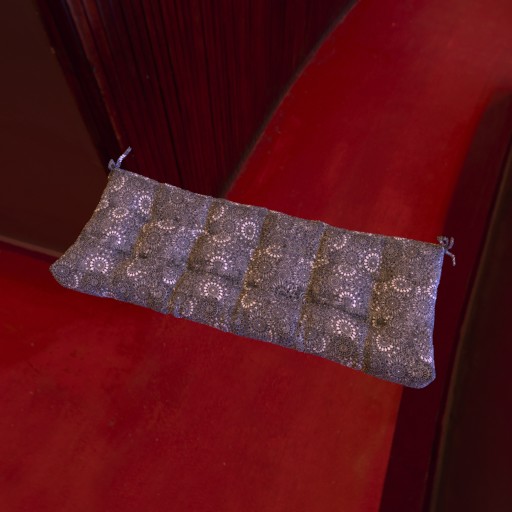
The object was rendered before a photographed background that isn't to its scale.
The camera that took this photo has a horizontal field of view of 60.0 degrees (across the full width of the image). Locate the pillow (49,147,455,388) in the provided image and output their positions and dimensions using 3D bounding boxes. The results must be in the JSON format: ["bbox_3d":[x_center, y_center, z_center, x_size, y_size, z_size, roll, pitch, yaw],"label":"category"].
[{"bbox_3d":[0.000,0.000,1.363,1.194,0.174,0.511,14,60,9],"label":"pillow"}]
